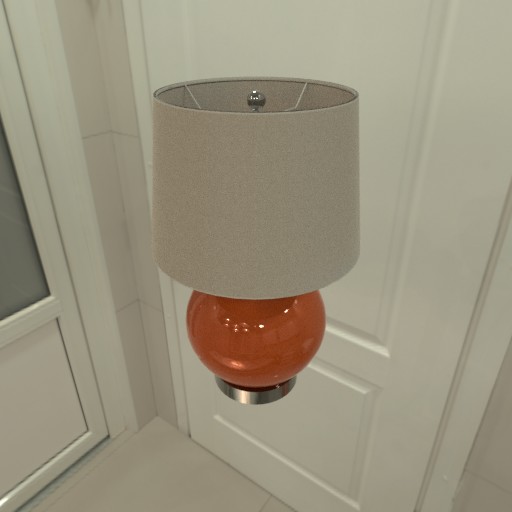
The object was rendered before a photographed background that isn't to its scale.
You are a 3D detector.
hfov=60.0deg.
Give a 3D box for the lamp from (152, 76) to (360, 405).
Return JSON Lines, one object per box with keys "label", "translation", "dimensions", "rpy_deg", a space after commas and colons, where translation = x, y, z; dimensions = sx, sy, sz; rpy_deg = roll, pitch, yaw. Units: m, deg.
{"label": "lamp", "translation": [0.000, 0.000, 0.546], "dimensions": [0.247, 0.387, 0.247], "rpy_deg": [0, 30, 0]}
